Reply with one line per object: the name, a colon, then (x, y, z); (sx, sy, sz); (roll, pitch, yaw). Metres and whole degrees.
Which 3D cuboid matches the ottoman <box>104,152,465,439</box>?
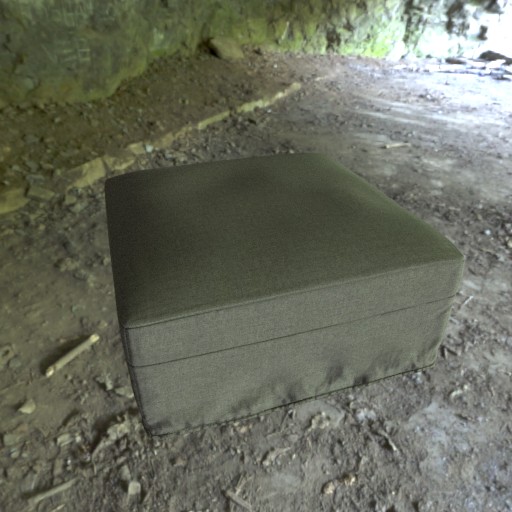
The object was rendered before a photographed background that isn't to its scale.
ottoman: (0.000, 0.000, 1.374); (0.840, 0.436, 0.843); (-10, 33, -15)
